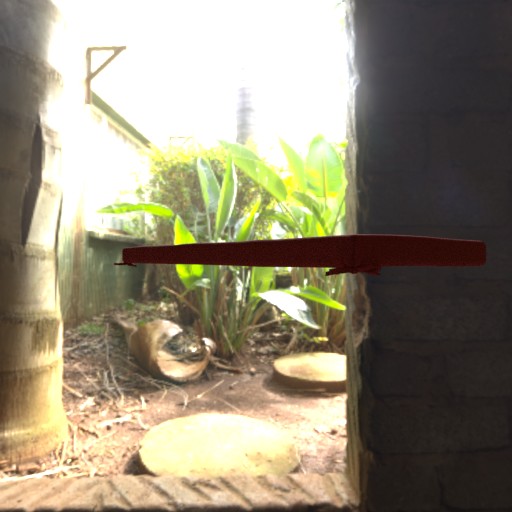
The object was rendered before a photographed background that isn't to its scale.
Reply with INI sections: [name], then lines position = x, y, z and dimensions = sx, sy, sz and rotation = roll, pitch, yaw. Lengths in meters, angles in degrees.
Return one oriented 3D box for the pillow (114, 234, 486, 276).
[pillow]
position = 0.000, 0.000, 1.334
dimensions = 0.492, 0.081, 1.187
rotation = 0, 0, -36
